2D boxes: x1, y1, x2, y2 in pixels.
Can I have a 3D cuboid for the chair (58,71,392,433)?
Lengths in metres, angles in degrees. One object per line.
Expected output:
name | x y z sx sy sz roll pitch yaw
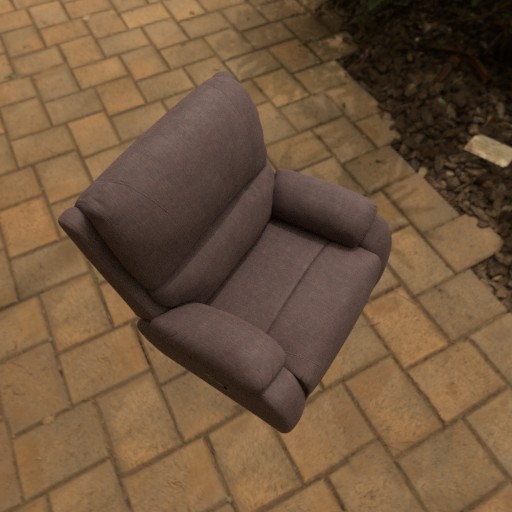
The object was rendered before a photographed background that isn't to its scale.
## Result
chair | 0.000 0.000 1.740 0.899 1.011 0.930 29 63 17
